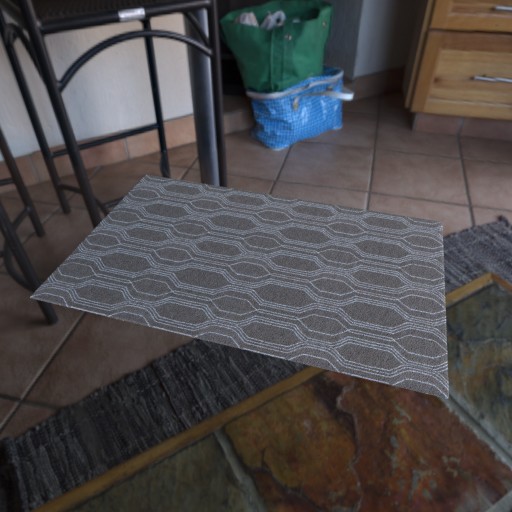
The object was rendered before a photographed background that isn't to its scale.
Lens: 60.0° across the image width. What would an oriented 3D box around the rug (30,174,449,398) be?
[{"bbox_3d":[0.000,0.000,3.027,2.457,0.012,1.541,11,42,12],"label":"rug"}]
